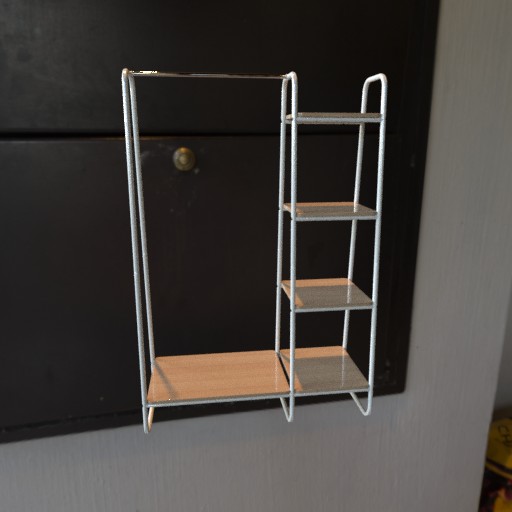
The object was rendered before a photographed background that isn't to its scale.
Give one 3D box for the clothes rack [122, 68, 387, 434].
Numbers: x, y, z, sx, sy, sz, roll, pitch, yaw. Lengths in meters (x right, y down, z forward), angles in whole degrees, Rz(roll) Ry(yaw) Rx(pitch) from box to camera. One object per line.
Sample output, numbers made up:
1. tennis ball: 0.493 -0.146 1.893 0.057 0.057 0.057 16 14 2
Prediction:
1. clothes rack: 0.000 0.000 1.950 1.011 1.500 0.400 -2 15 -7
